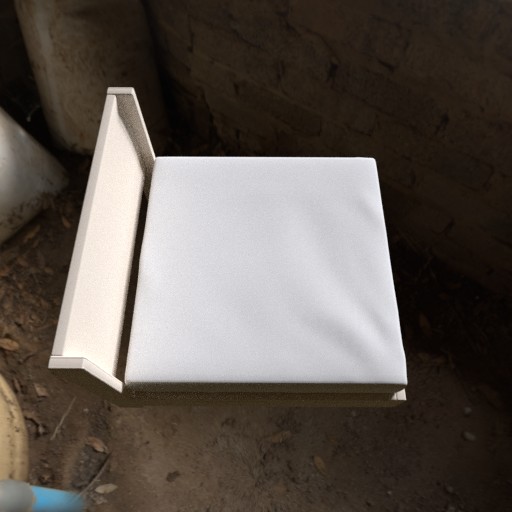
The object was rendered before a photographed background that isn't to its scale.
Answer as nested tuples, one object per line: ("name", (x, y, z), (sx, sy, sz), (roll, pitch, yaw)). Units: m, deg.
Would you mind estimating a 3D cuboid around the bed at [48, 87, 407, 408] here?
("bed", (0.000, 0.000, 3.549), (2.293, 1.471, 2.145), (0, 63, 0))
